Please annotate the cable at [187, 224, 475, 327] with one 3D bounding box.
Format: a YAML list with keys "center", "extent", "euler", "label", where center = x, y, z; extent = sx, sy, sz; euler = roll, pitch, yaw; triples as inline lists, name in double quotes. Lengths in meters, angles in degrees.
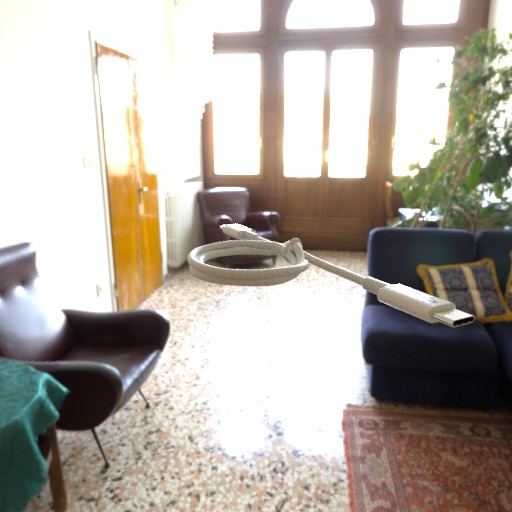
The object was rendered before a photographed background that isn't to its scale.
- center: [0.000, 0.000, 0.224]
  extent: [0.070, 0.014, 0.203]
  euler: [-7, 16, -26]
  label: "cable"
